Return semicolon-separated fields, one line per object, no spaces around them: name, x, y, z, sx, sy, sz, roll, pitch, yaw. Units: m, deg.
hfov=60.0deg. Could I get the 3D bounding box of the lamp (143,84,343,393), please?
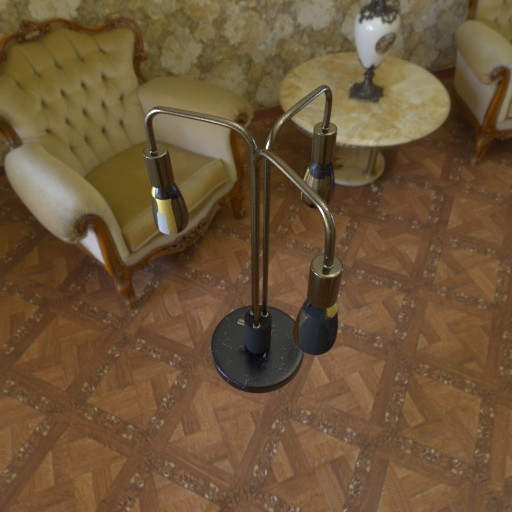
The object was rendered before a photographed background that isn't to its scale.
lamp;0.000;0.000;0.802;0.368;0.560;0.355;18;51;15
